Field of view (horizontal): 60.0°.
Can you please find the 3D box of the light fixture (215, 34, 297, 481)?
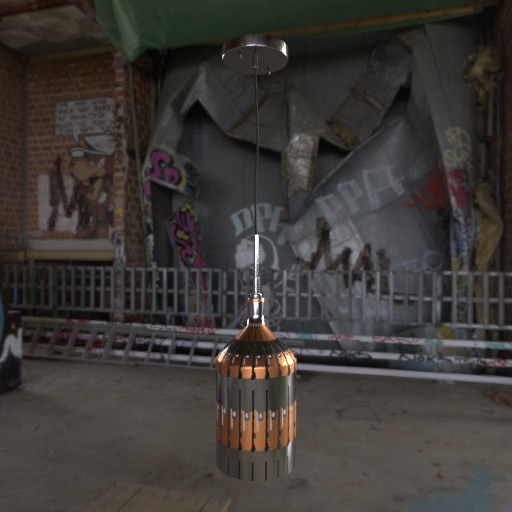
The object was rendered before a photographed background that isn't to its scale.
[{"bbox_3d":[0.000,0.000,1.658,0.303,1.535,0.303,0,0,0],"label":"light fixture"}]
